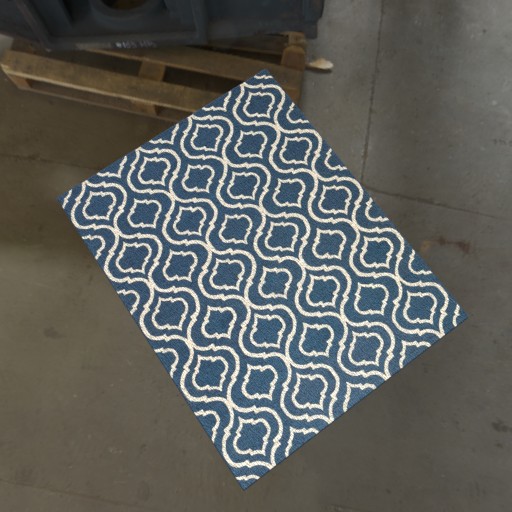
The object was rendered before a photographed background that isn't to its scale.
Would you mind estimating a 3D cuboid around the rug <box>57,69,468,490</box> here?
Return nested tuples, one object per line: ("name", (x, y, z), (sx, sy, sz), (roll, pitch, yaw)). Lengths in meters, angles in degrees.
("rug", (0.000, 0.000, 3.783), (2.270, 0.020, 2.881), (-35, 79, -8))
